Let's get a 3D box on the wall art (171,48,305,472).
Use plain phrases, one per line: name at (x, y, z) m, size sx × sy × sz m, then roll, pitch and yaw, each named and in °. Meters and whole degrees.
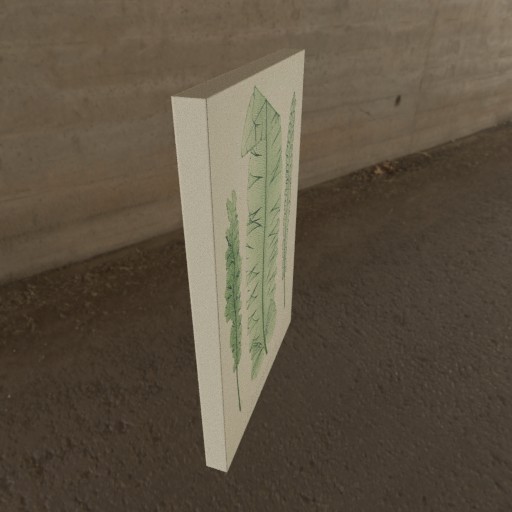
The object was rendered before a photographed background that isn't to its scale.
wall art at (0.000, 0.000, 0.766) m, size 0.038 × 0.608 × 0.418 m, roll 10°, pitch 33°, yaw 16°
